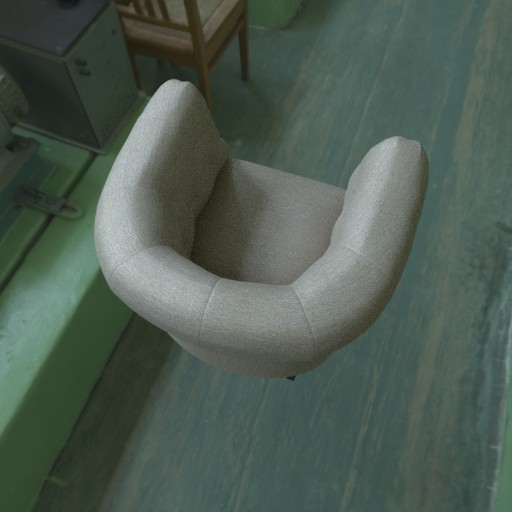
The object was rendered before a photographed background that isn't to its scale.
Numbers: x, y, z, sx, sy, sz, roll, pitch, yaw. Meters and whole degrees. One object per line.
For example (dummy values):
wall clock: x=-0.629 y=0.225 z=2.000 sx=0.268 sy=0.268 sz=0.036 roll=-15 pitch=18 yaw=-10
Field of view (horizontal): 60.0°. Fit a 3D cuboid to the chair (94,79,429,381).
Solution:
chair: x=0.000 y=0.000 z=1.556 sx=0.905 sy=0.827 sz=0.852 roll=17 pitch=65 yaw=8
